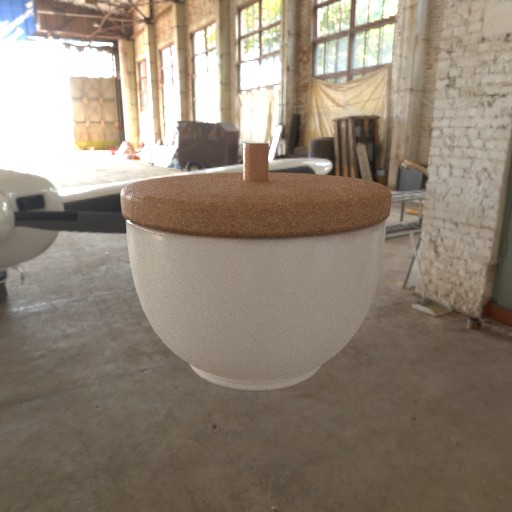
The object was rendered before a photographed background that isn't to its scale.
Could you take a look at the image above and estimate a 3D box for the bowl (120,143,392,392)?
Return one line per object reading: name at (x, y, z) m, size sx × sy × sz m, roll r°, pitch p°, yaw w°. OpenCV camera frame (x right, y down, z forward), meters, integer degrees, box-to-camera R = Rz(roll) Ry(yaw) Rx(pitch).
bowl at (0.000, 0.000, 0.224) m, size 0.126 × 0.110 × 0.126 m, roll 0°, pitch 16°, yaw 0°
